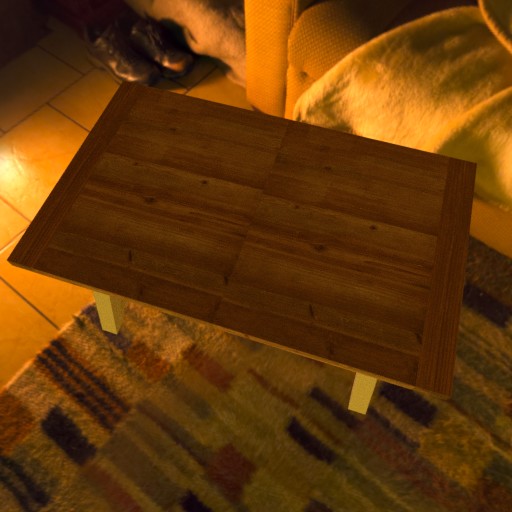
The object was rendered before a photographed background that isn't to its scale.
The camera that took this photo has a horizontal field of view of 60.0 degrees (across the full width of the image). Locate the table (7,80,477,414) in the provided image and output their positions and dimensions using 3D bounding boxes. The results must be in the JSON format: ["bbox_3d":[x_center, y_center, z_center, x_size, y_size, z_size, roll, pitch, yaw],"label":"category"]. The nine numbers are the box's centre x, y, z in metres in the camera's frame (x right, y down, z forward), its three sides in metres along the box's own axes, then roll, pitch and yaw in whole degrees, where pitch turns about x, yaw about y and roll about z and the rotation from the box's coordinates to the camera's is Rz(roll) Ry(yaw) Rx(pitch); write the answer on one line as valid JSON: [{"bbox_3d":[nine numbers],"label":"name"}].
[{"bbox_3d":[0.000,0.000,1.946,1.503,0.743,0.922,16,63,8],"label":"table"}]
